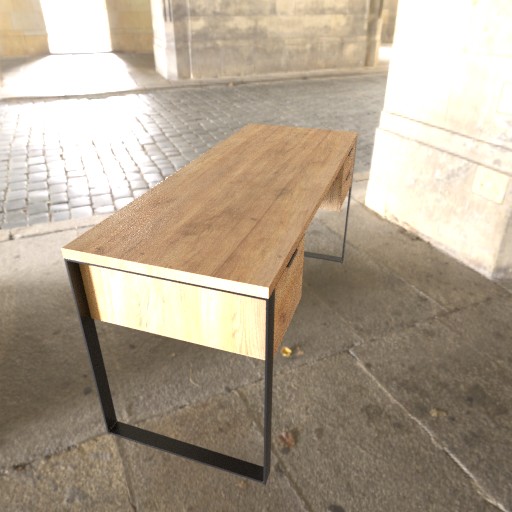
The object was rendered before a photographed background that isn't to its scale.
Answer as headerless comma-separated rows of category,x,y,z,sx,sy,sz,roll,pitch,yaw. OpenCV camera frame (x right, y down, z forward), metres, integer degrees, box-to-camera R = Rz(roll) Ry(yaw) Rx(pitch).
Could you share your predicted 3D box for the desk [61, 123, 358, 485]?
desk,0.000,0.000,1.937,0.600,0.760,1.520,10,31,16
